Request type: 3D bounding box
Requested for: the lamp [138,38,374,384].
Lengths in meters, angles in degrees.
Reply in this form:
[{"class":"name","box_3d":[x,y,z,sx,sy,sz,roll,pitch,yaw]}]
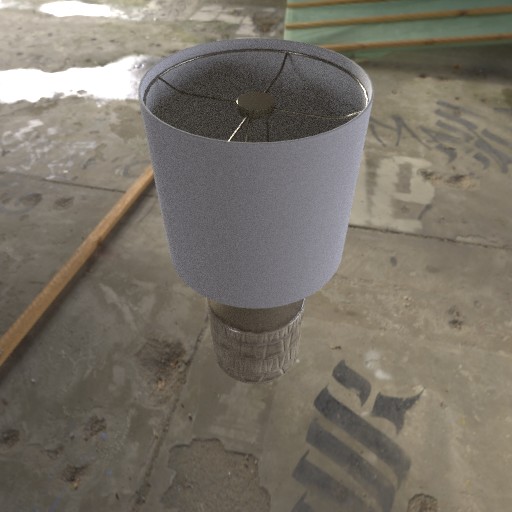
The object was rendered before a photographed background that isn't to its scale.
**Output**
[{"class":"lamp","box_3d":[0.000,0.000,0.565,0.211,0.455,0.211,25,51,23]}]
